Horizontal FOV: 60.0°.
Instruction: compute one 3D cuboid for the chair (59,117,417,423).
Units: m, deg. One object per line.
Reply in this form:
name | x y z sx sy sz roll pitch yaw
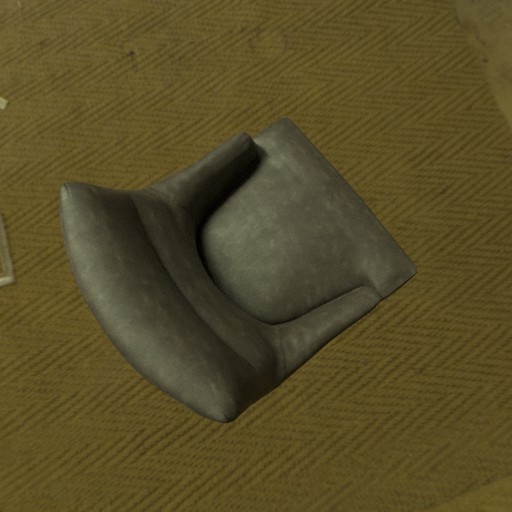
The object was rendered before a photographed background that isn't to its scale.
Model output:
chair | 0.000 0.000 1.454 0.874 0.870 0.738 -36 79 -8
